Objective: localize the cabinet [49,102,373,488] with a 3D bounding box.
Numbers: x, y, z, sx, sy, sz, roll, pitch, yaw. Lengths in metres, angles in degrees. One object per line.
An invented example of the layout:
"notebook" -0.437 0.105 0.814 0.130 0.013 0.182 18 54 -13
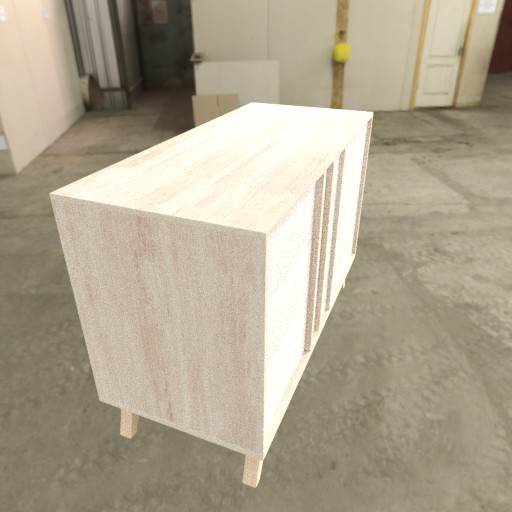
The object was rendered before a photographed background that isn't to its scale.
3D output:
"cabinet" 0.000 0.000 1.505 0.500 0.780 1.110 12 31 20
